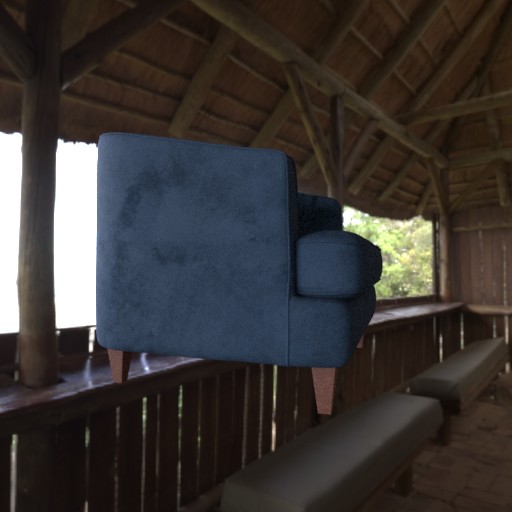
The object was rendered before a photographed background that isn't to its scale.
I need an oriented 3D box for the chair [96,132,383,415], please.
[{"bbox_3d":[0.000,0.000,1.756,0.940,0.852,1.094,0,-1,18],"label":"chair"}]
